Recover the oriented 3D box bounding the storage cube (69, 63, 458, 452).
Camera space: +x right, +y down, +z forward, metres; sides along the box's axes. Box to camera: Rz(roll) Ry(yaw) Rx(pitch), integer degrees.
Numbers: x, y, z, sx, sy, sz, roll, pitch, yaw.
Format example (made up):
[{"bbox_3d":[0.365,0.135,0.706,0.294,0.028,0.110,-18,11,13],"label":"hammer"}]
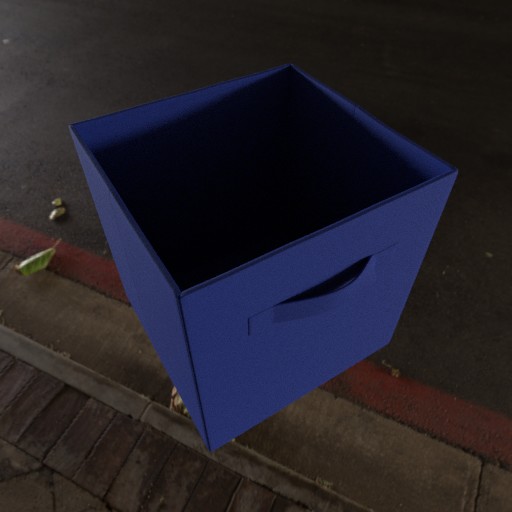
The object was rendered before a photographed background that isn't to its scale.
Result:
[{"bbox_3d":[0.000,0.000,0.501,0.270,0.280,0.270,-24,51,-21],"label":"storage cube"}]
